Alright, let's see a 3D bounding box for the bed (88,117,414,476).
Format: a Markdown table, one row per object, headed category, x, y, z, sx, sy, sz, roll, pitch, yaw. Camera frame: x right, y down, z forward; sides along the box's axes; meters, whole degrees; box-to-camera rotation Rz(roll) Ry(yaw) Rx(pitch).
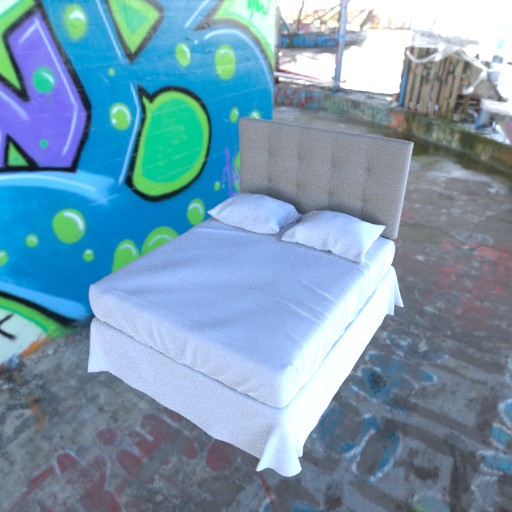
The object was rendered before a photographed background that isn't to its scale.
| category | x | y | z | sx | sy | sz | roll | pitch | yaw |
| --- | --- | --- | --- | --- | --- | --- | --- | --- | --- |
| bed | 0.000 | 0.000 | 3.480 | 1.936 | 1.577 | 2.222 | 18 | 34 | 28 |
